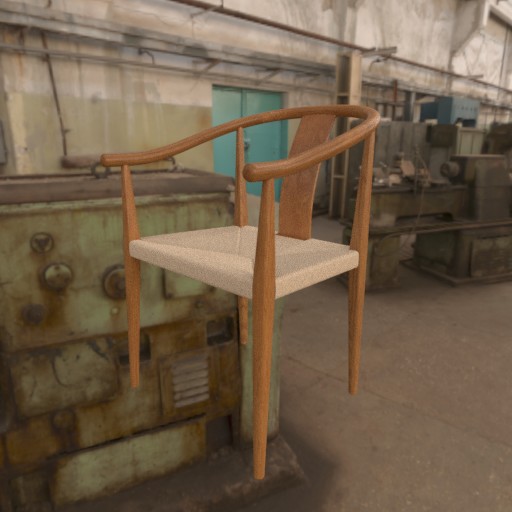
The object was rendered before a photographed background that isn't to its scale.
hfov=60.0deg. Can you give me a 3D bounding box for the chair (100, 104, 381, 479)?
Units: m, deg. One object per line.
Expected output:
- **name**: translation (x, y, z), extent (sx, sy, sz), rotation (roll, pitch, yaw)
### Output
- **chair**: translation (0.000, 0.000, 1.206), extent (0.556, 0.800, 0.579), rotation (15, 21, 43)
